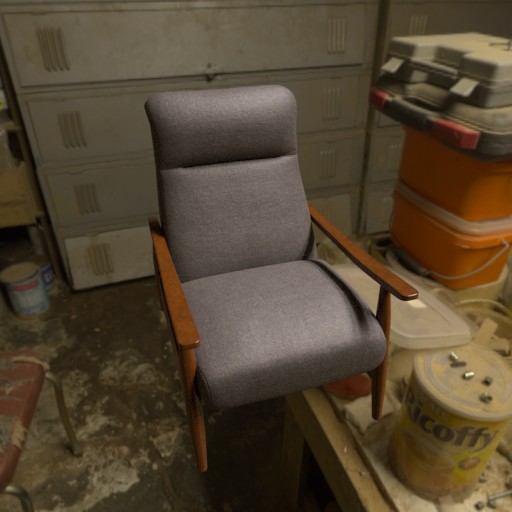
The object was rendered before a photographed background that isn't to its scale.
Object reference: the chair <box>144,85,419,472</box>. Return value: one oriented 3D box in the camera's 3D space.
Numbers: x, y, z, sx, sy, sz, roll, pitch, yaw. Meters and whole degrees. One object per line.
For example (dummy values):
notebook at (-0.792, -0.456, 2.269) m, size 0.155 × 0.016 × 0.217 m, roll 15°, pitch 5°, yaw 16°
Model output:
chair at (0.000, 0.000, 1.744) m, size 0.762 × 1.081 × 1.014 m, roll -10°, pitch 33°, yaw -15°
